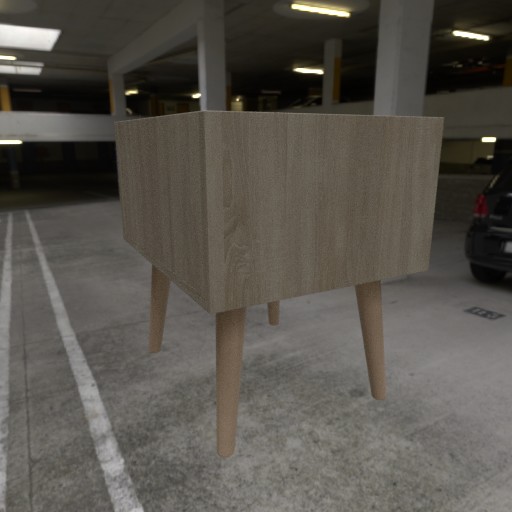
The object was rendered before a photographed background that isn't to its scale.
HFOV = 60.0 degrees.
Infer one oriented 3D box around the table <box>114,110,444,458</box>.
[{"bbox_3d":[0.000,0.000,0.802,0.370,0.470,0.450,-8,17,-28],"label":"table"}]
